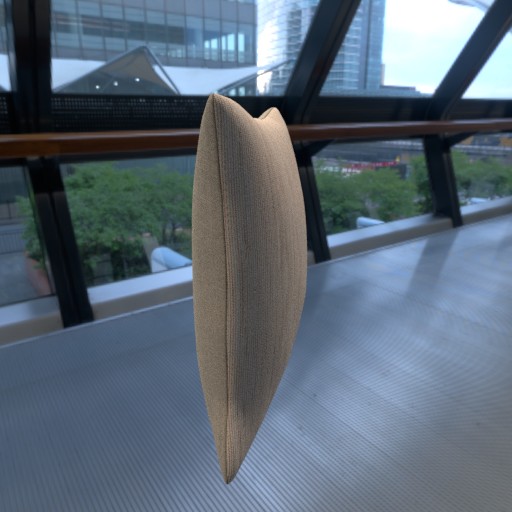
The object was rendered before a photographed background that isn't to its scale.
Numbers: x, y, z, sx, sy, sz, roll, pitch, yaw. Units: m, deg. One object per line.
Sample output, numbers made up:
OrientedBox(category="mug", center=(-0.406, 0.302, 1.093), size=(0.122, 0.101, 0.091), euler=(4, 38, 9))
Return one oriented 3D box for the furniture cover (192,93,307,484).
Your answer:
OrientedBox(category="furniture cover", center=(0.000, 0.000, 0.773), size=(0.178, 0.506, 0.512), euler=(3, 17, 9))
